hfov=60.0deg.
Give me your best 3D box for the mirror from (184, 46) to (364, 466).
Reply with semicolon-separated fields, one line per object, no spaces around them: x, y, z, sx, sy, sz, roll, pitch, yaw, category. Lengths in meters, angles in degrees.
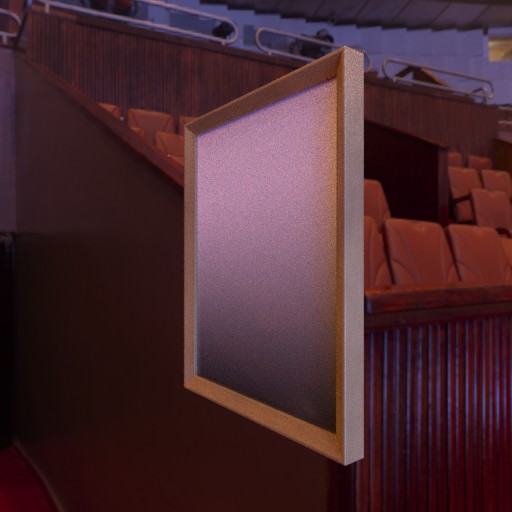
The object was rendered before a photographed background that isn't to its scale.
0.000;0.000;0.710;0.041;0.509;0.406;0;0;-38;mirror
